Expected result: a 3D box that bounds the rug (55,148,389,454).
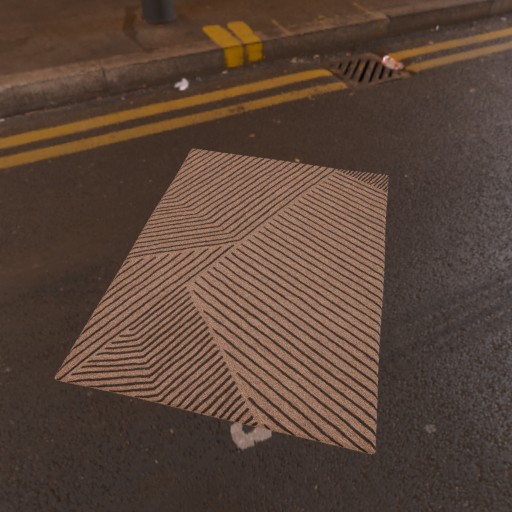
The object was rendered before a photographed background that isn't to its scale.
[{"bbox_3d":[0.000,0.000,3.231,1.829,0.028,2.449,10,47,9],"label":"rug"}]
